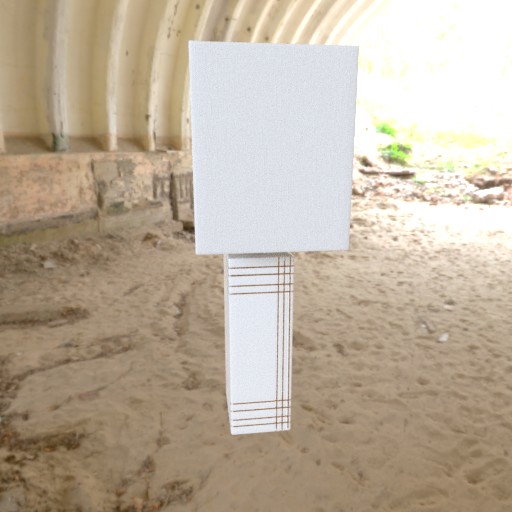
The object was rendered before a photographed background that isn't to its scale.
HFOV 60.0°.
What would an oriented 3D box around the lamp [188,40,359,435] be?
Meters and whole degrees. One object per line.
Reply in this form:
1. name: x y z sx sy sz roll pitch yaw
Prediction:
1. lamp: 0.000 0.000 0.688 0.182 0.543 0.334 -2 14 -7
